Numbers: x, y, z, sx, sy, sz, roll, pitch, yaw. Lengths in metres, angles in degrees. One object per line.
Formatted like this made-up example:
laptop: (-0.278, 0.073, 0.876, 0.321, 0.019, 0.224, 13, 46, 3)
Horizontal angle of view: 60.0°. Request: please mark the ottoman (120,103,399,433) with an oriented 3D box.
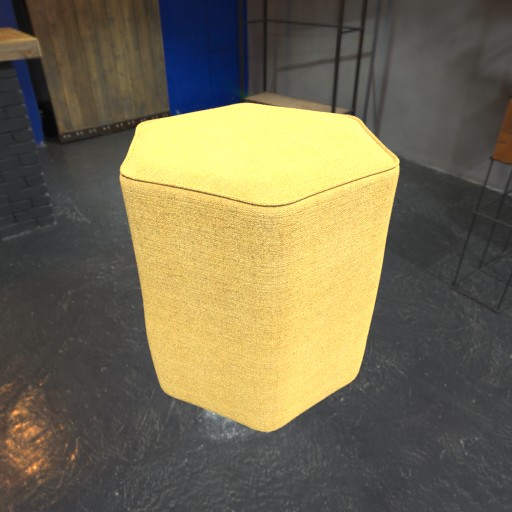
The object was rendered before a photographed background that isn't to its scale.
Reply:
ottoman: (0.000, 0.000, 0.901, 0.494, 0.502, 0.443, -22, 39, -29)
